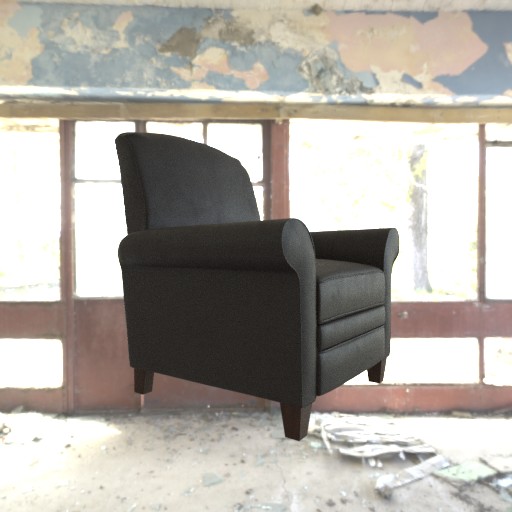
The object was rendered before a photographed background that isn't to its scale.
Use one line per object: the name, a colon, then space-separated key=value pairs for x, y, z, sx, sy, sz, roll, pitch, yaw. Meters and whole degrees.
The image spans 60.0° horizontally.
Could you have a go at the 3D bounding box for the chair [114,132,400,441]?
chair: x=0.000 y=0.000 z=1.815 sx=0.902 sy=1.061 sz=0.978 roll=1 pitch=2 yaw=36
